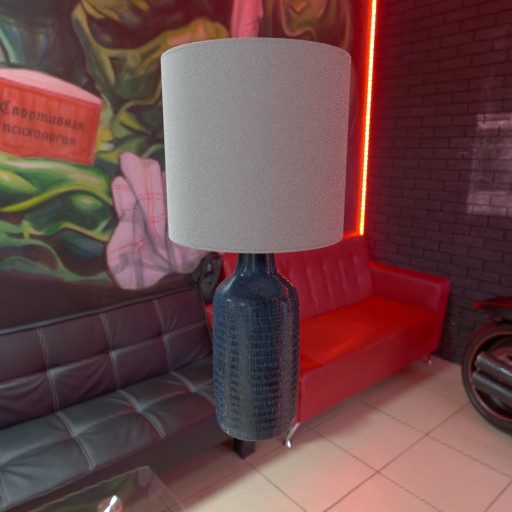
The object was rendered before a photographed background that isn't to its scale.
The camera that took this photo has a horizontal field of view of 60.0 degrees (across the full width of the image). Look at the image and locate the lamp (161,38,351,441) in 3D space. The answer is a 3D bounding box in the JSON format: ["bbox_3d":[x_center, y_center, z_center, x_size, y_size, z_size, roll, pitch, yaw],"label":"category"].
[{"bbox_3d":[0.000,0.000,0.579,0.220,0.475,0.220,-2,13,-7],"label":"lamp"}]
